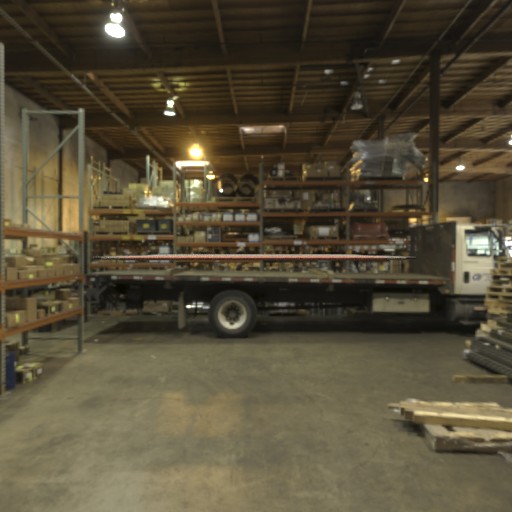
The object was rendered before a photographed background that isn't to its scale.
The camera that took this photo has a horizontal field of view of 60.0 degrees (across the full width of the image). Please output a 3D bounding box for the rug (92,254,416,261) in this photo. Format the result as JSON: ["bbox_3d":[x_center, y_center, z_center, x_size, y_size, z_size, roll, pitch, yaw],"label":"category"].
[{"bbox_3d":[0.000,0.000,3.168,1.530,0.017,2.446,0,1,1],"label":"rug"}]
